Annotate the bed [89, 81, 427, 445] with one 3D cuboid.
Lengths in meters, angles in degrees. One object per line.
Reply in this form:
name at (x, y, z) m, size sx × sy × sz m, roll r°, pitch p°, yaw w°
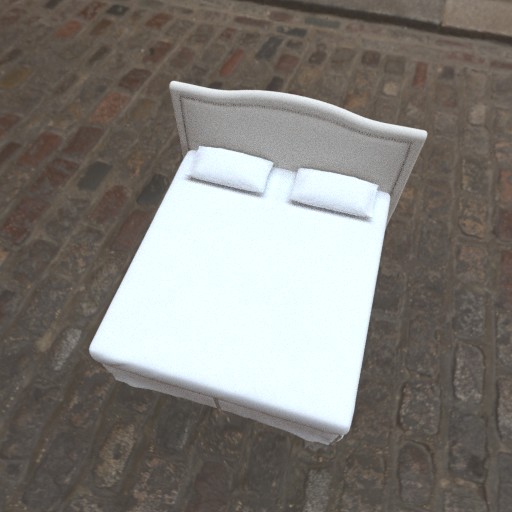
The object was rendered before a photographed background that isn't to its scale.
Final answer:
bed at (0.000, 0.000, 3.488) m, size 2.083 × 1.421 × 2.182 m, roll 14°, pitch 60°, yaw 8°
